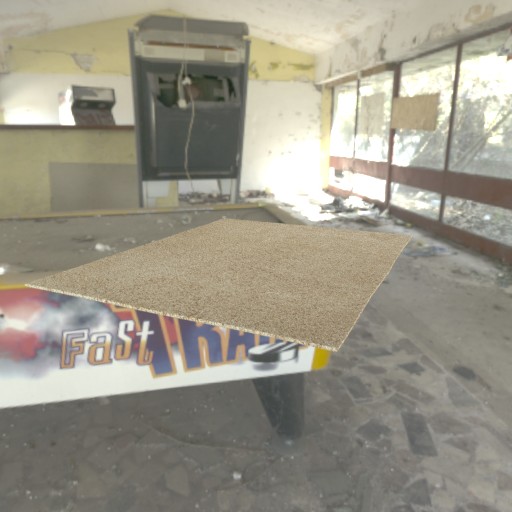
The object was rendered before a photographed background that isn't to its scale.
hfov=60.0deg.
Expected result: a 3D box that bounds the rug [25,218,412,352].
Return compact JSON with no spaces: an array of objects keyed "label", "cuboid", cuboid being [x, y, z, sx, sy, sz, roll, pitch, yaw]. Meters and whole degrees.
[{"label":"rug","cuboid":[0.000,0.000,4.123,2.400,0.025,3.000,7,17,25]}]
